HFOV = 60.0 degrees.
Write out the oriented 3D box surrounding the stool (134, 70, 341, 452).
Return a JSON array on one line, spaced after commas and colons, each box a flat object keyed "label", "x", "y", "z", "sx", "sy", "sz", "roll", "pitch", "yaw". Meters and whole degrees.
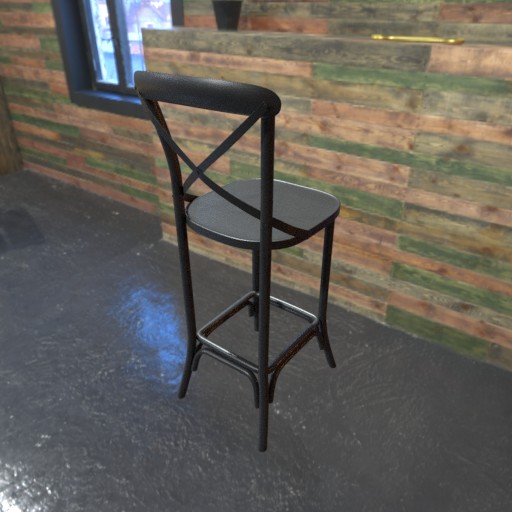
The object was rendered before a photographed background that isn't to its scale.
[{"label": "stool", "x": 0.000, "y": 0.000, "z": 1.453, "sx": 0.457, "sy": 1.168, "sz": 0.584, "roll": 20, "pitch": 36, "yaw": 31}]
